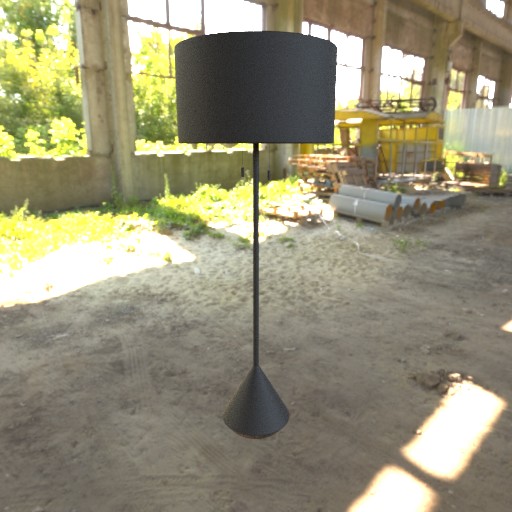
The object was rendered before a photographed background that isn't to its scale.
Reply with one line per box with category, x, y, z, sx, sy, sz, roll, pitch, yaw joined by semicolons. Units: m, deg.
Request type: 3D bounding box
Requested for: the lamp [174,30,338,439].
lamp;0.000;0.000;1.780;0.580;1.526;0.580;2;14;9
